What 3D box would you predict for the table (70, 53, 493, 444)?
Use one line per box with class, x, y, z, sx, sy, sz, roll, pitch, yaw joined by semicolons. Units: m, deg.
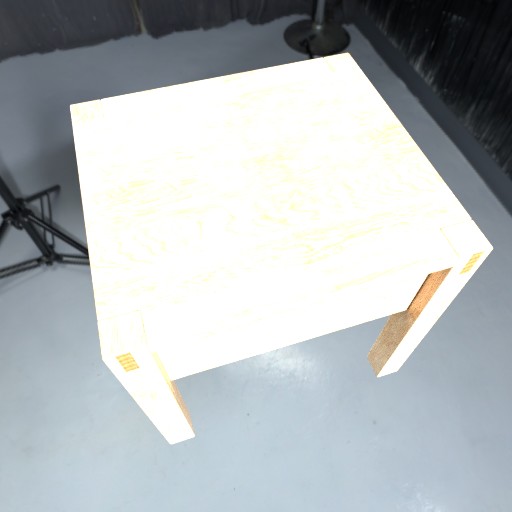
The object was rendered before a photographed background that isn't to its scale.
table;0.000;0.000;0.812;0.480;0.450;0.440;-15;58;-10
